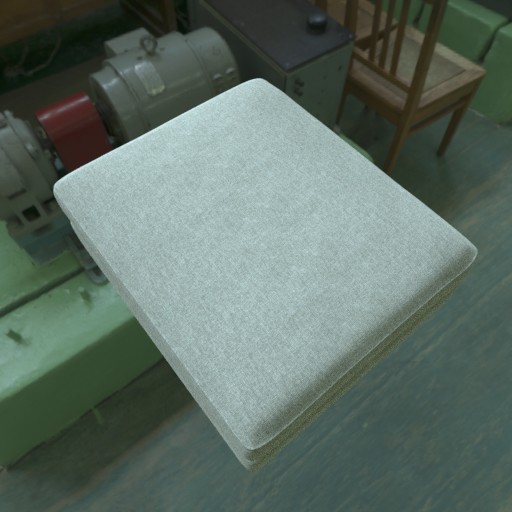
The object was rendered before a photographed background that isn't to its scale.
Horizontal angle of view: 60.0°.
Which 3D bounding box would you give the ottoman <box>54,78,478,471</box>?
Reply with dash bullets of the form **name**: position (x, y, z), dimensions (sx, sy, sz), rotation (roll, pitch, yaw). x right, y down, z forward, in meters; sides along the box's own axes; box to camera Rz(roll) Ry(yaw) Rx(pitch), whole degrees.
- **ottoman**: position (0.000, 0.000, 1.206), dimensions (0.693, 0.474, 0.821), rotation (-35, 65, -19)
